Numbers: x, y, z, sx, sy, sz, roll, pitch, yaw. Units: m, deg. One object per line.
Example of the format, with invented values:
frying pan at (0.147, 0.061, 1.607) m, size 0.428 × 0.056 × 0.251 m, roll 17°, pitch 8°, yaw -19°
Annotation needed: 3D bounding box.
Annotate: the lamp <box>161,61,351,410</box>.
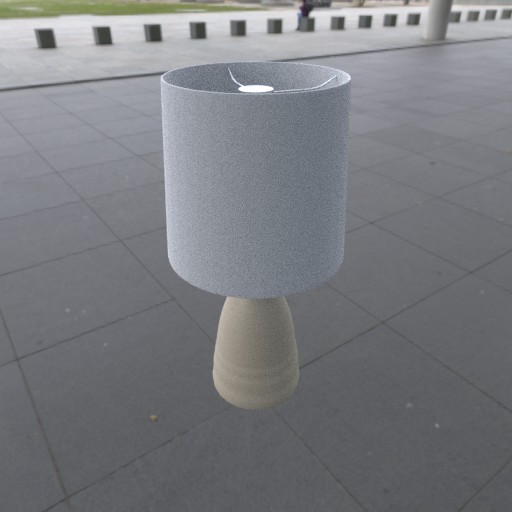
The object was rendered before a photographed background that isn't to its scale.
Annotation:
lamp at (0.000, 0.000, 0.482) m, size 0.186 × 0.369 × 0.186 m, roll 0°, pitch 31°, yaw 0°
